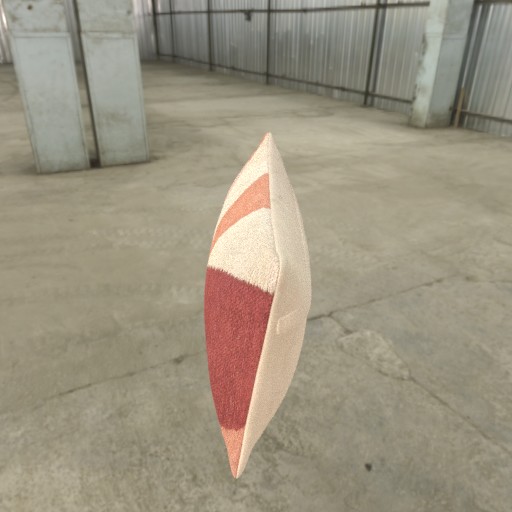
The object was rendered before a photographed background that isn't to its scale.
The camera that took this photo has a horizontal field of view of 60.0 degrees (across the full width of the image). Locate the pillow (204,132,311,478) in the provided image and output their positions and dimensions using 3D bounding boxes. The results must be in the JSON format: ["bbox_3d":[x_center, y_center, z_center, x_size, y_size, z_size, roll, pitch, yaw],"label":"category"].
[{"bbox_3d":[0.000,0.000,0.733,0.155,0.292,0.609,0,27,0],"label":"pillow"}]
